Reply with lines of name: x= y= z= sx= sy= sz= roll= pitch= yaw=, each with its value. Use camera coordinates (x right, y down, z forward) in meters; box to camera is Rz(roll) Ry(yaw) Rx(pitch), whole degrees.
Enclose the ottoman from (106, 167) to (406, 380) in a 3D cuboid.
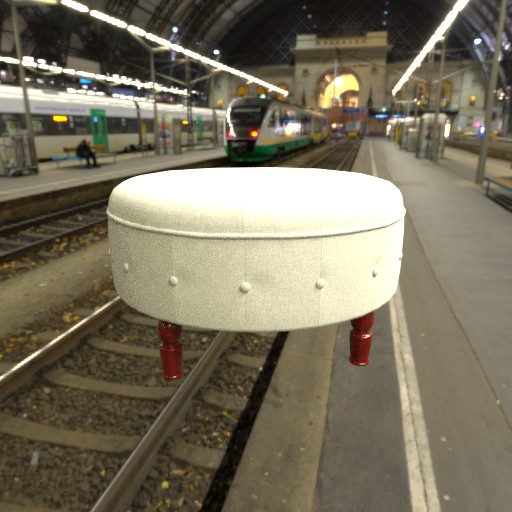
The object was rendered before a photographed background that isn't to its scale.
ottoman: x=0.000 y=0.000 z=1.367 sx=0.850 sy=0.483 sz=0.850 roll=0 pitch=16 yaw=0
